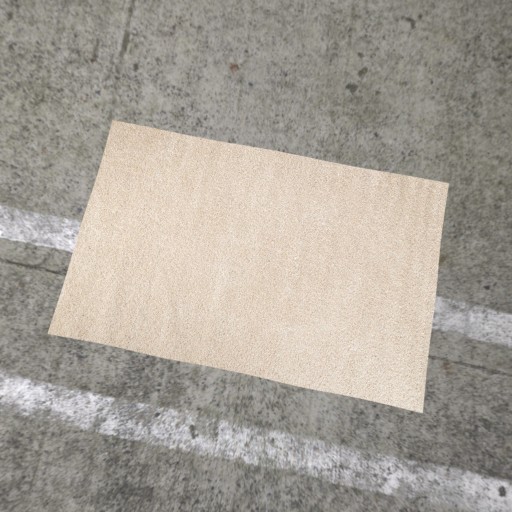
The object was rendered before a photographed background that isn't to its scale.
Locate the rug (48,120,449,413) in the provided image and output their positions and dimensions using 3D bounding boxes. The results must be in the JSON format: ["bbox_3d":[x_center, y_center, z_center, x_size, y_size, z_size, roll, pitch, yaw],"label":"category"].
[{"bbox_3d":[0.000,0.000,2.882,2.346,0.025,1.500,11,77,3],"label":"rug"}]
